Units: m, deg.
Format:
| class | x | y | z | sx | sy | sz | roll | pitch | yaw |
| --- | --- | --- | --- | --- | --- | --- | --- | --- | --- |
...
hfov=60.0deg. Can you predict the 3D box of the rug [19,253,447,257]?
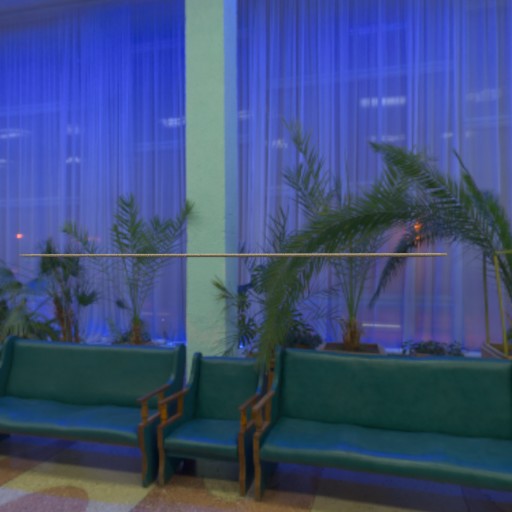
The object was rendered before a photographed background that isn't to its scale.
| class | x | y | z | sx | sy | sz | roll | pitch | yaw |
| --- | --- | --- | --- | --- | --- | --- | --- | --- | --- |
| rug | 0.000 | 0.000 | 4.119 | 3.039 | 0.018 | 2.462 | 0 | 0 | 17 |
